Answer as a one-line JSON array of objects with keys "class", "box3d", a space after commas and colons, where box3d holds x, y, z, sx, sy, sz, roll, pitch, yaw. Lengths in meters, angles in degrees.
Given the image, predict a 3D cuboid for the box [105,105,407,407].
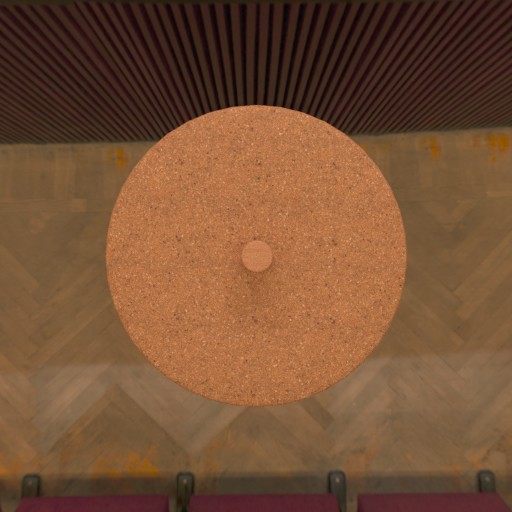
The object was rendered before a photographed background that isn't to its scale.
[{"class": "box", "box3d": [0.000, 0.000, 0.186, 0.107, 0.094, 0.107, 0, 90, 0]}]
